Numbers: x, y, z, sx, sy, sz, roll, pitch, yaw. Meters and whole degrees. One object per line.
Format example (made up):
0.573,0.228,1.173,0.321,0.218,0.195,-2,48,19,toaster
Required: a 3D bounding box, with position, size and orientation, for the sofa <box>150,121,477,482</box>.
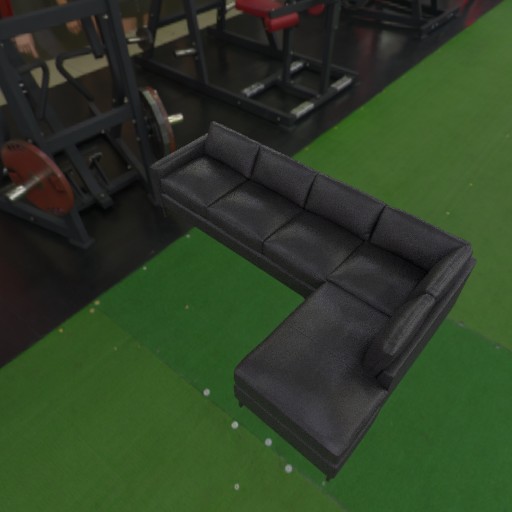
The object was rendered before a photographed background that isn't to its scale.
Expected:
0.000,0.000,3.777,2.984,0.877,1.938,32,54,27,sofa
